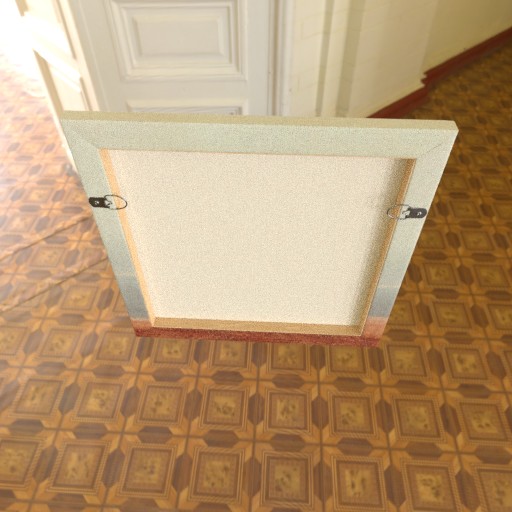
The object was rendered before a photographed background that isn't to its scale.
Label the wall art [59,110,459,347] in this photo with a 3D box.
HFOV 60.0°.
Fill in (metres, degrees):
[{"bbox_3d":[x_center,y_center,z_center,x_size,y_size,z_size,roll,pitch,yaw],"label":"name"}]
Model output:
[{"bbox_3d":[0.000,0.000,0.601,0.405,0.405,0.023,2,47,2],"label":"wall art"}]
